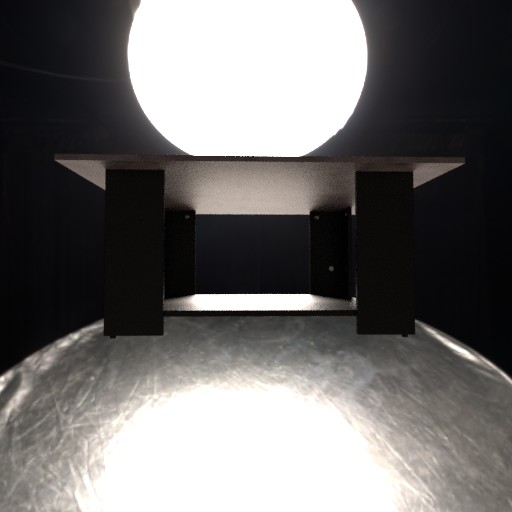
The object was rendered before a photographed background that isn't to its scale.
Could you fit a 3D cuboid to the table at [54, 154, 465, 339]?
[{"bbox_3d":[0.000,0.000,1.051,0.670,0.305,0.670,0,-2,-2],"label":"table"}]
